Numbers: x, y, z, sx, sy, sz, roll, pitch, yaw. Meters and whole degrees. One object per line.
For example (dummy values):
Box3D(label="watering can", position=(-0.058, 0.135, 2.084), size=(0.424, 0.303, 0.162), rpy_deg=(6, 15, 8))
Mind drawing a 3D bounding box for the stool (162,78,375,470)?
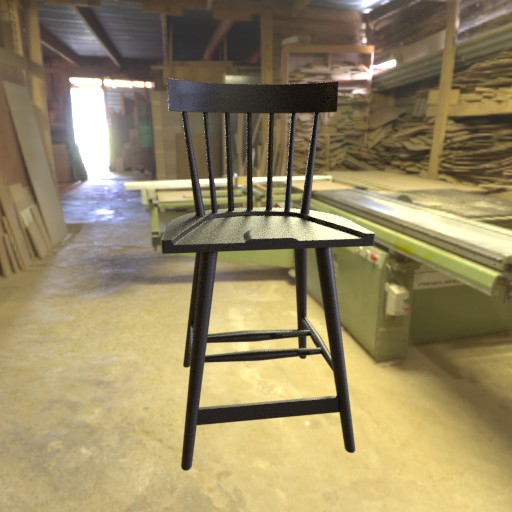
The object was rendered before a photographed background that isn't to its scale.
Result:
Box3D(label="stool", position=(0.000, 0.000, 1.279), size=(0.494, 0.953, 0.549), rpy_deg=(-2, 16, -8))
